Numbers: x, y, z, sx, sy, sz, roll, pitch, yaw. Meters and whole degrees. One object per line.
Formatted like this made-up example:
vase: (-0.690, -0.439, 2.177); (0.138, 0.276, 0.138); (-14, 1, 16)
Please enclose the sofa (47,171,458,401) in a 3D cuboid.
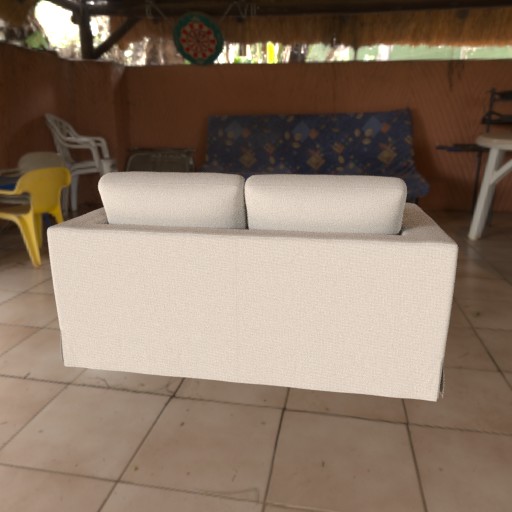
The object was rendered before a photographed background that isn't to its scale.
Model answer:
sofa: (0.000, 0.000, 2.397); (1.813, 0.932, 1.009); (3, 17, 9)
